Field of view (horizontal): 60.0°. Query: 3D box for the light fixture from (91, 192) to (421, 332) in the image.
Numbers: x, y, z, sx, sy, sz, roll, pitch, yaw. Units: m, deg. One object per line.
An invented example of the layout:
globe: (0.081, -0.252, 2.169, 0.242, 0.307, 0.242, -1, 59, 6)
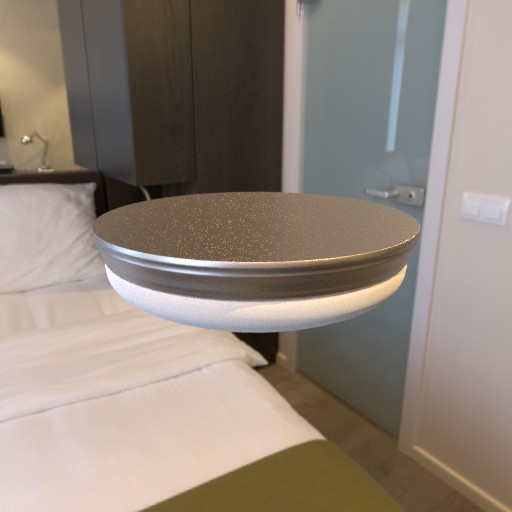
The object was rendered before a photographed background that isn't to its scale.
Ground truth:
light fixture: (0.000, 0.000, 0.538, 0.368, 0.100, 0.368, 0, 17, 0)
